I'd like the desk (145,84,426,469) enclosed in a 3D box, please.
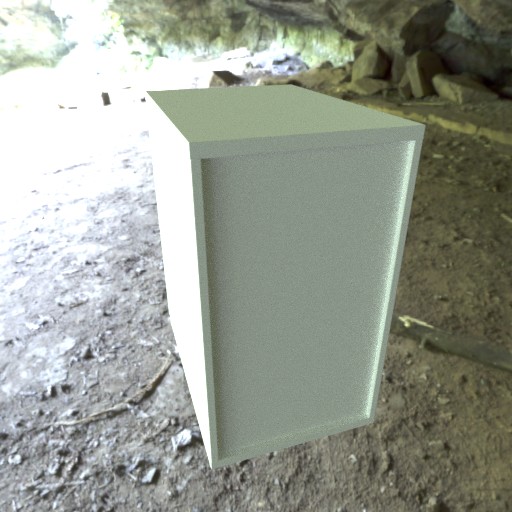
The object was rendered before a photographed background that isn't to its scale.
[{"bbox_3d":[0.000,0.000,1.111,0.404,0.730,0.600,-9,29,-16],"label":"desk"}]
